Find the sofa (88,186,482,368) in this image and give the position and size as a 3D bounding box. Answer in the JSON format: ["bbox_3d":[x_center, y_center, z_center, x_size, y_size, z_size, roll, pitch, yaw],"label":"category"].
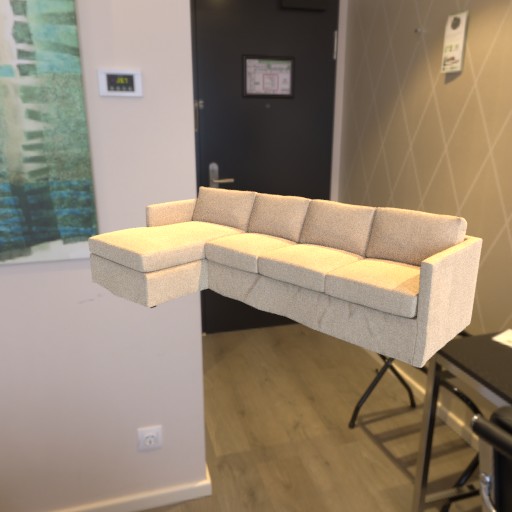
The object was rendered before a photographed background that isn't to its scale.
[{"bbox_3d":[0.000,0.000,3.910,3.205,0.922,1.650,14,21,42],"label":"sofa"}]
